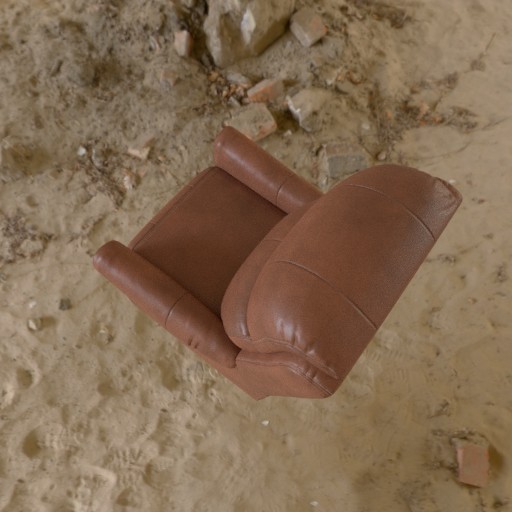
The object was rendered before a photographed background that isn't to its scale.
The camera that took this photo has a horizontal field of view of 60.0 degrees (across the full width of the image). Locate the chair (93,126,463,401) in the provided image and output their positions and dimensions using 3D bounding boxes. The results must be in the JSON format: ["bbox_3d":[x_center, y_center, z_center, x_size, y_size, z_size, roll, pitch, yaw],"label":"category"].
[{"bbox_3d":[0.000,0.000,1.714,1.014,1.054,0.838,34,69,16],"label":"chair"}]
